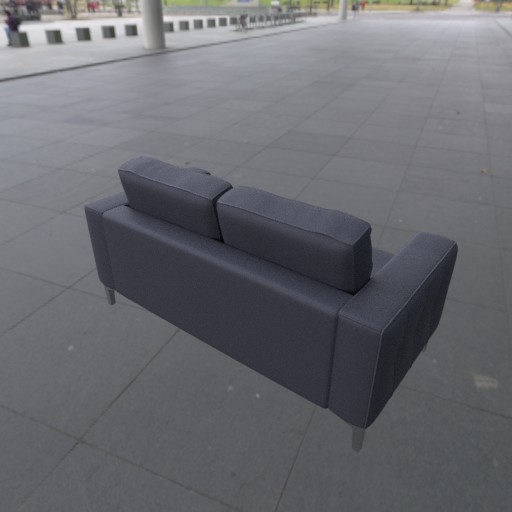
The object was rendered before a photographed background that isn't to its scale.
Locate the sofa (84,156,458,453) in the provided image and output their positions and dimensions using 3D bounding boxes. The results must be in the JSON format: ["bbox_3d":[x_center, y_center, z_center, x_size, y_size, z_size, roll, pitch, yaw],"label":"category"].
[{"bbox_3d":[0.000,0.000,2.258,1.726,0.893,0.833,21,36,32],"label":"sofa"}]
